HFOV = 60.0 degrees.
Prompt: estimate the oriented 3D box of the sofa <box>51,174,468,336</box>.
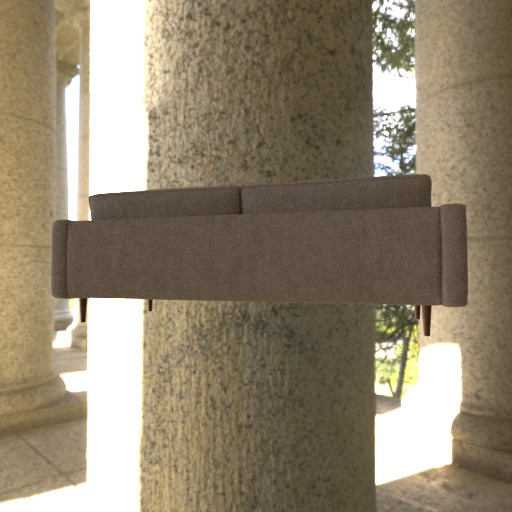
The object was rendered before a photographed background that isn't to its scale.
[{"bbox_3d":[0.000,0.000,2.651,2.200,0.770,0.919,-1,-2,17],"label":"sofa"}]
